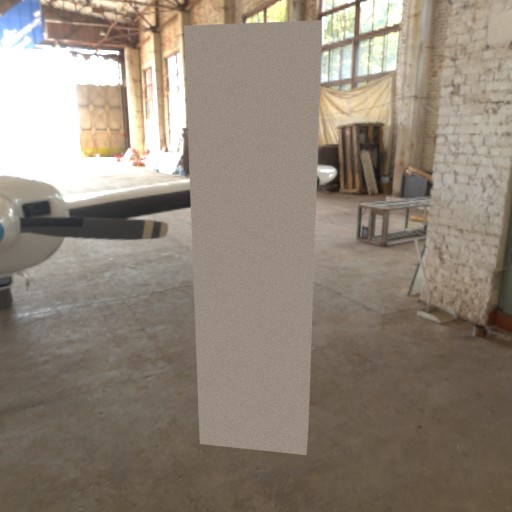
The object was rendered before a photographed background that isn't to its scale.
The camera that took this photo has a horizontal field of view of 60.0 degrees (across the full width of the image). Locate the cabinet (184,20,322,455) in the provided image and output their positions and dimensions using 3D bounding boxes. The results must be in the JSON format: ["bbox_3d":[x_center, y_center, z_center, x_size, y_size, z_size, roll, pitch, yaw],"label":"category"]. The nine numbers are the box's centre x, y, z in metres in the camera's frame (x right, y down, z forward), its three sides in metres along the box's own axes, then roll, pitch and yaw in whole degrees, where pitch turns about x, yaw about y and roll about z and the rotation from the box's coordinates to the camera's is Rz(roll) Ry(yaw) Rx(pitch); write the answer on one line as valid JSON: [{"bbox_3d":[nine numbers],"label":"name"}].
[{"bbox_3d":[0.000,0.000,1.930,0.500,1.790,0.230,2,15,8],"label":"cabinet"}]
